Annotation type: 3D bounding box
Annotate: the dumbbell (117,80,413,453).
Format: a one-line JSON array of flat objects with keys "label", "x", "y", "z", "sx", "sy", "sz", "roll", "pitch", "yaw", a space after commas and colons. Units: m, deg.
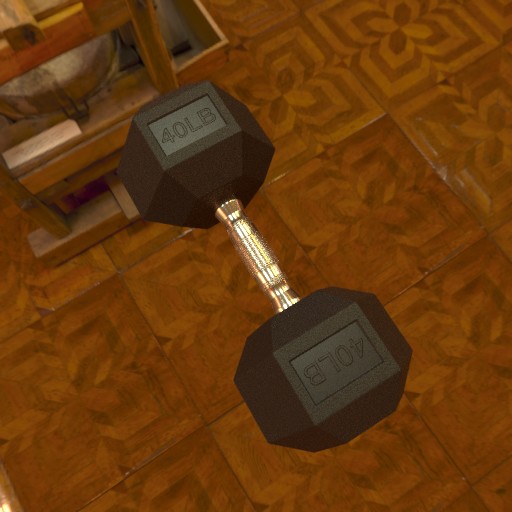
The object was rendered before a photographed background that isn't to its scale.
[{"label": "dumbbell", "x": 0.000, "y": 0.000, "z": 0.438, "sx": 0.157, "sy": 0.137, "sz": 0.361, "roll": -30, "pitch": 76, "yaw": -8}]
